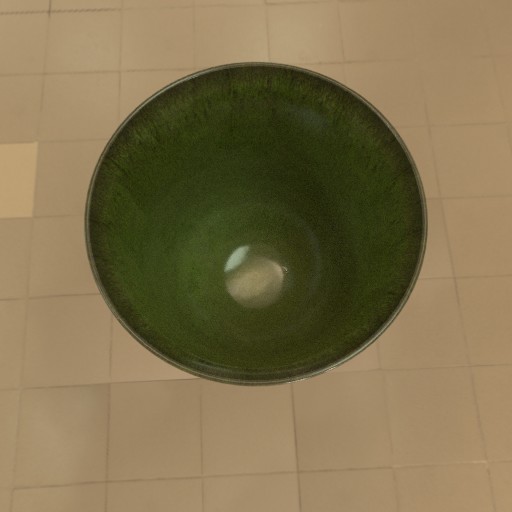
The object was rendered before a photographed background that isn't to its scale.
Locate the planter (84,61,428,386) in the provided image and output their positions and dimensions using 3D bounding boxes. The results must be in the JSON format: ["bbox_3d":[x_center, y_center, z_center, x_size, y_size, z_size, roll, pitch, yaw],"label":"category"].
[{"bbox_3d":[0.000,0.000,0.446,0.245,0.270,0.245,0,75,0],"label":"planter"}]
